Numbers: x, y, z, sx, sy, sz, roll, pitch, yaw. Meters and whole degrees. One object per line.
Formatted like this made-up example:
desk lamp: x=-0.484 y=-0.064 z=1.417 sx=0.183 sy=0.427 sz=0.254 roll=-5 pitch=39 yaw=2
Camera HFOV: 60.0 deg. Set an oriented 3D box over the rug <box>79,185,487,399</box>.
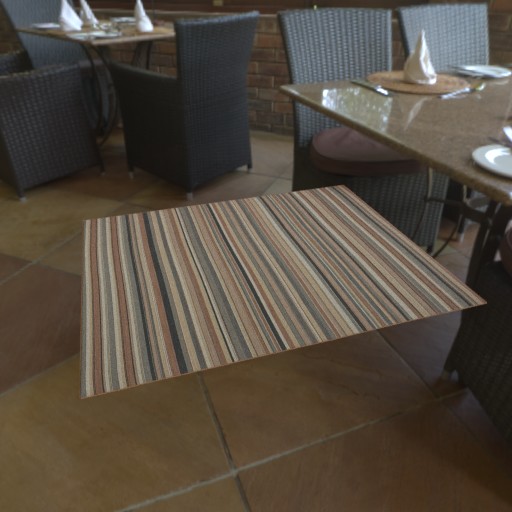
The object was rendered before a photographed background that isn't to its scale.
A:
rug: x=0.000 y=0.000 z=4.068 sx=3.045 sy=0.011 sz=2.436 roll=-10 pitch=34 yaw=-15
